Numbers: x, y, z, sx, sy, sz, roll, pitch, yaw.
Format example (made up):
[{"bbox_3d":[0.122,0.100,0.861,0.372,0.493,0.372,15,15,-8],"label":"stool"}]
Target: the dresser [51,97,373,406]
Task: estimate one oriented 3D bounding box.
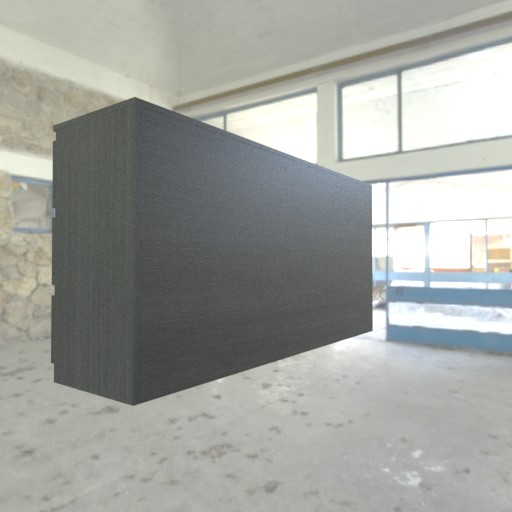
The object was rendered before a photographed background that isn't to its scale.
[{"bbox_3d":[0.000,0.000,1.896,0.400,0.795,1.590,-1,-1,37],"label":"dresser"}]
